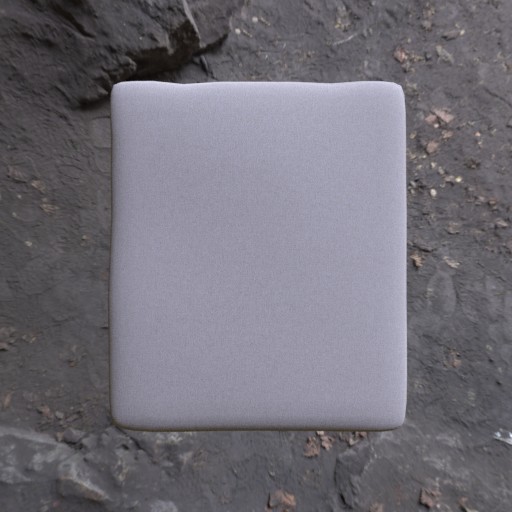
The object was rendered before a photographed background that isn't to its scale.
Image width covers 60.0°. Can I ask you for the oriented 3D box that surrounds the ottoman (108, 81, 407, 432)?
[{"bbox_3d":[0.000,0.000,1.410,0.836,0.492,0.976,0,90,0],"label":"ottoman"}]
